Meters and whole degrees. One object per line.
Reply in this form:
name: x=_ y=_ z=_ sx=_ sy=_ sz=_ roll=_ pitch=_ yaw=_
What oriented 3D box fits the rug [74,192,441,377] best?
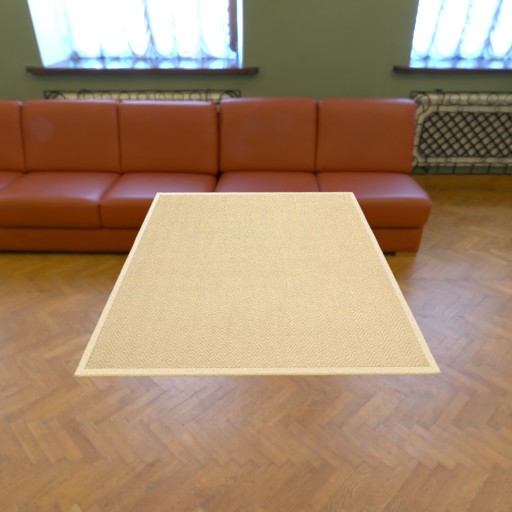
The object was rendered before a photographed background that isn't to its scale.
rug: x=0.000 y=0.000 z=4.194 sx=2.423 sy=0.019 sz=3.009 roll=0 pitch=31 yaw=0
